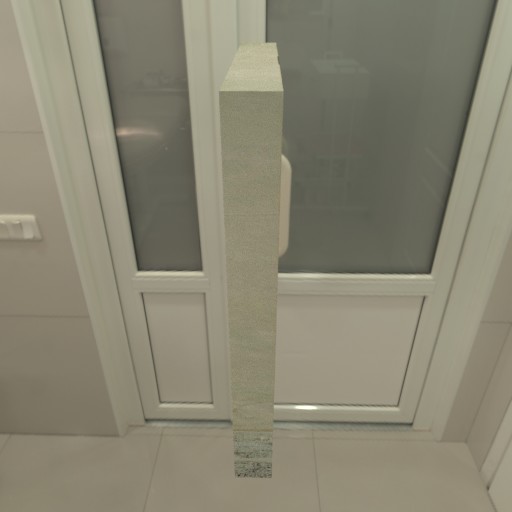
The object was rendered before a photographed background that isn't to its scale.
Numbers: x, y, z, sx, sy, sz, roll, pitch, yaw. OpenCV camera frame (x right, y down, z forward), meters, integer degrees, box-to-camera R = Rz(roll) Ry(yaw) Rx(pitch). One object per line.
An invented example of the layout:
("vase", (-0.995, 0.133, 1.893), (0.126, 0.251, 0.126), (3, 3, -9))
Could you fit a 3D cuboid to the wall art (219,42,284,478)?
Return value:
("wall art", (0.000, 0.000, 0.466), (0.038, 0.381, 0.254), (1, 31, 1))
